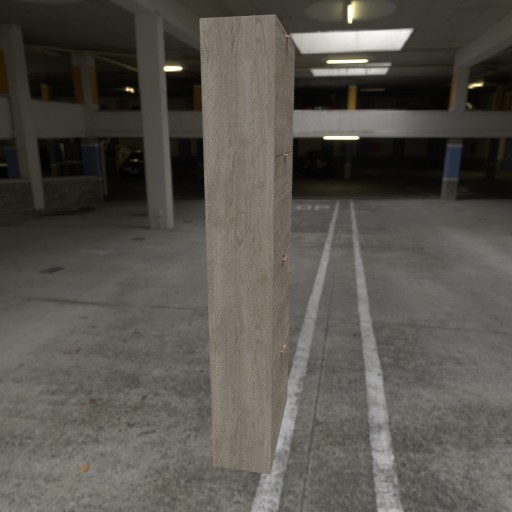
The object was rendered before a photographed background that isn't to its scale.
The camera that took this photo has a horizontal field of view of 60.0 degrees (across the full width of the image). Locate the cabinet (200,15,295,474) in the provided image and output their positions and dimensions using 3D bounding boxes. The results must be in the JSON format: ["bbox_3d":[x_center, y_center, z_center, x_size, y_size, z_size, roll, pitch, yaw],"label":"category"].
[{"bbox_3d":[0.000,0.000,1.791,0.250,1.630,0.520,3,16,11],"label":"cabinet"}]
